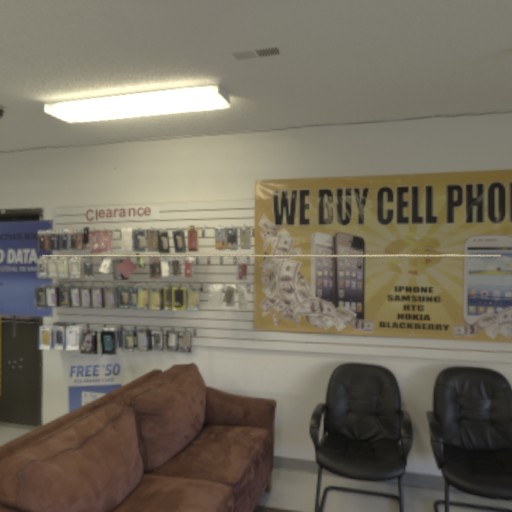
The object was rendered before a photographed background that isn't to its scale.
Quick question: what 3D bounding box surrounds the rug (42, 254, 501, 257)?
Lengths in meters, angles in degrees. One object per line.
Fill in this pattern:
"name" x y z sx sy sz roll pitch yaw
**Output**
"rug" 0.000 0.000 2.622 2.442 0.016 0.770 0 0 19
